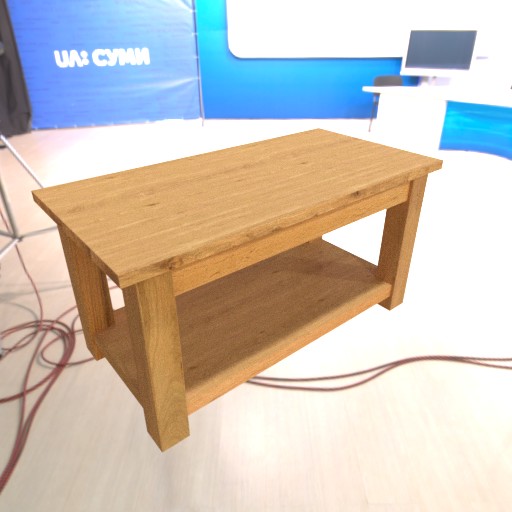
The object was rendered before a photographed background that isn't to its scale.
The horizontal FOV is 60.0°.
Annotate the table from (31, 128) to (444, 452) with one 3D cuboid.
[{"bbox_3d":[0.000,0.000,1.173,0.899,0.452,0.450,-22,36,-33],"label":"table"}]
